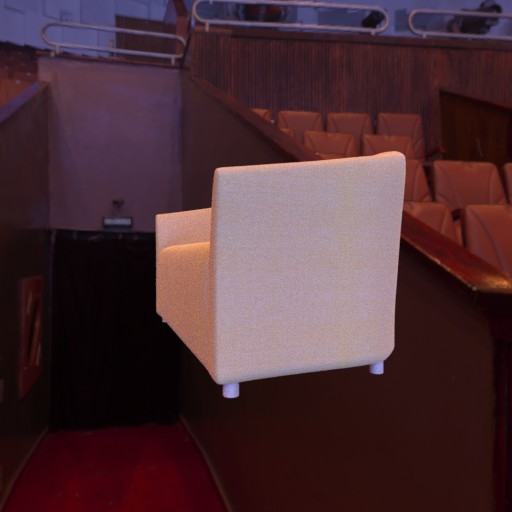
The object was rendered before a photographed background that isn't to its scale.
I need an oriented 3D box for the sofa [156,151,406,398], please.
[{"bbox_3d":[0.000,0.000,1.880,0.705,0.721,1.452,0,0,-19],"label":"sofa"}]
